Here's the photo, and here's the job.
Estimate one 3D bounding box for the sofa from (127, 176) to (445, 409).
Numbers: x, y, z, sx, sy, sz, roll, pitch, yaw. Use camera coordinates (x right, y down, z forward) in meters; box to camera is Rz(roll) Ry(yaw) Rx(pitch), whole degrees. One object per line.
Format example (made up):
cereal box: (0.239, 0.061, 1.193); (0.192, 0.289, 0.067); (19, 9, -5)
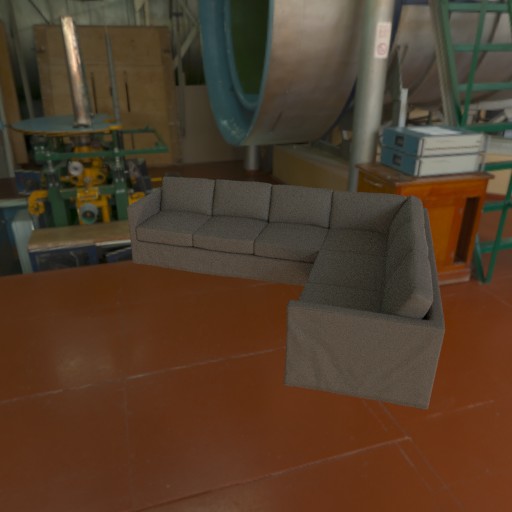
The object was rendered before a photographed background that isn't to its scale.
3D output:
sofa: (0.000, 0.000, 4.298); (3.182, 0.871, 2.432); (7, 26, 15)
